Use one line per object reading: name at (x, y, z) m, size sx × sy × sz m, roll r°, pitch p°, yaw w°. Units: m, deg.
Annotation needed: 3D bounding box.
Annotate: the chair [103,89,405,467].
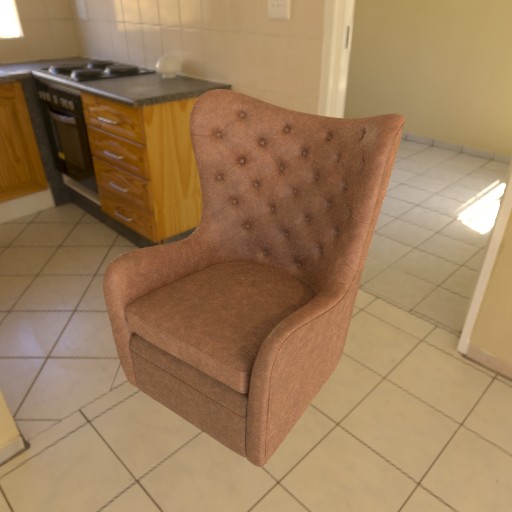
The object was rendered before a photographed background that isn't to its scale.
chair at (0.000, 0.000, 1.728) m, size 0.831 × 1.079 × 0.930 m, roll 20°, pitch 36°, yaw 30°
